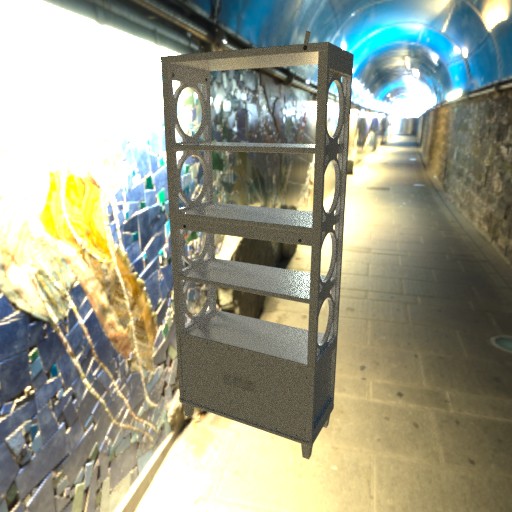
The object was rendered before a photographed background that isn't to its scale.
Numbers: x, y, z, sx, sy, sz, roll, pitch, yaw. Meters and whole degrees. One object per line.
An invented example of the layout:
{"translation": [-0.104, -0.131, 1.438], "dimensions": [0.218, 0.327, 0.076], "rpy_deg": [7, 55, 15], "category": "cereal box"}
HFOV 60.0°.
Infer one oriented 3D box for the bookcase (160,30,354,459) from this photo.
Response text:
{"translation": [0.000, 0.000, 2.146], "dimensions": [0.761, 1.869, 0.361], "rpy_deg": [8, 18, 26], "category": "bookcase"}
